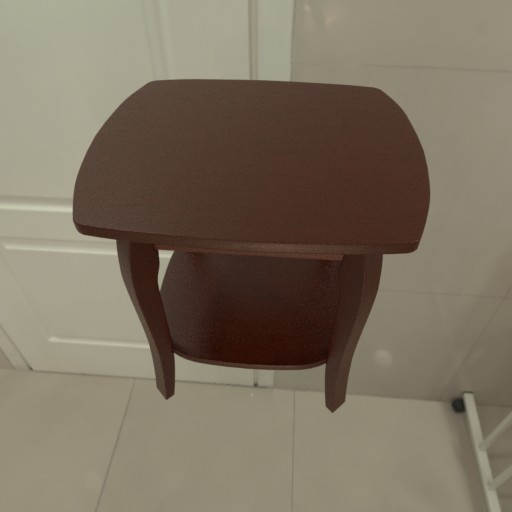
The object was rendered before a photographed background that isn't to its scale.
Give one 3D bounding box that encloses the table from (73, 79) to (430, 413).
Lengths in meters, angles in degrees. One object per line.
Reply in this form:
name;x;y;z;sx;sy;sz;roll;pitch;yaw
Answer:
table;0.000;0.000;0.852;0.502;0.496;0.433;3;46;3
